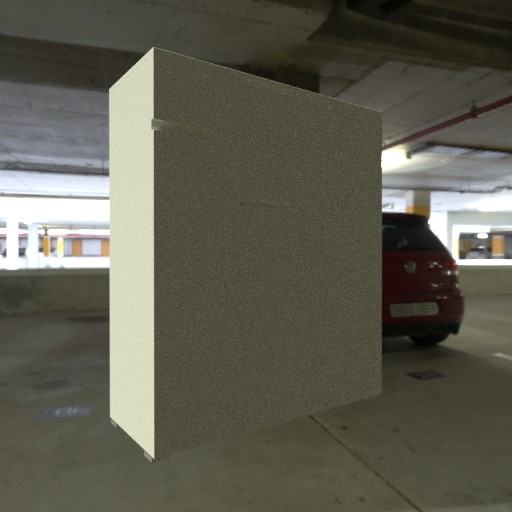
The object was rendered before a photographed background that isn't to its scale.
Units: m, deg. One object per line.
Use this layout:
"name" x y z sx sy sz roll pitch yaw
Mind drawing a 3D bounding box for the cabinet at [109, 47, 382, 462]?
"cabinet" 0.000 0.000 1.712 1.000 1.190 0.400 0 1 -36
